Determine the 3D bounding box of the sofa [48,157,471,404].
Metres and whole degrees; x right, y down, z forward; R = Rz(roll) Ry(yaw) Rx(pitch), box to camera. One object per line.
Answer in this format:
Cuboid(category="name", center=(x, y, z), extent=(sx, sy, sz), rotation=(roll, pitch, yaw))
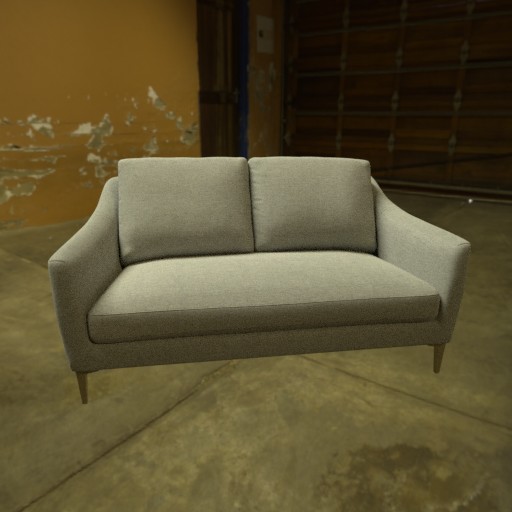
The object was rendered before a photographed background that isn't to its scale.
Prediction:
Cuboid(category="sofa", center=(0.000, 0.000, 2.134), extent=(1.619, 0.904, 0.960), rotation=(-2, 17, -8))
